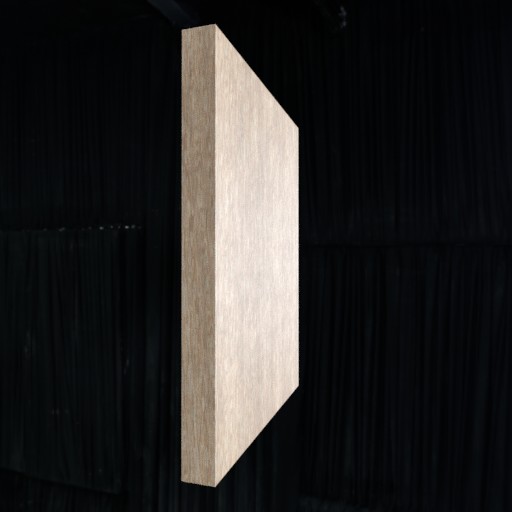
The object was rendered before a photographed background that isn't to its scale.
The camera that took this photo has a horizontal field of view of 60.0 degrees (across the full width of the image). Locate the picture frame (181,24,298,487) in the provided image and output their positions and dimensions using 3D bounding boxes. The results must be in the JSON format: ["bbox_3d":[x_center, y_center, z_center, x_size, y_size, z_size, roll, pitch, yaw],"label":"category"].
[{"bbox_3d":[0.000,0.000,0.712,0.043,0.526,0.424,0,0,18],"label":"picture frame"}]
